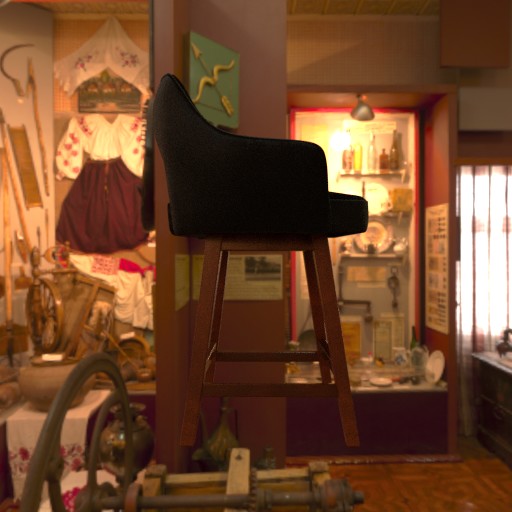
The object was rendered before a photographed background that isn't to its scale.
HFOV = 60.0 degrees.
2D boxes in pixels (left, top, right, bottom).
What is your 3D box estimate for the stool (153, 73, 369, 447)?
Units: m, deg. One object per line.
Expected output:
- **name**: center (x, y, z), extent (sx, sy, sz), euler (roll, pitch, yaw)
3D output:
- **stool**: center (0.000, 0.000, 1.296), extent (0.560, 0.940, 0.550), euler (0, 1, 1)
